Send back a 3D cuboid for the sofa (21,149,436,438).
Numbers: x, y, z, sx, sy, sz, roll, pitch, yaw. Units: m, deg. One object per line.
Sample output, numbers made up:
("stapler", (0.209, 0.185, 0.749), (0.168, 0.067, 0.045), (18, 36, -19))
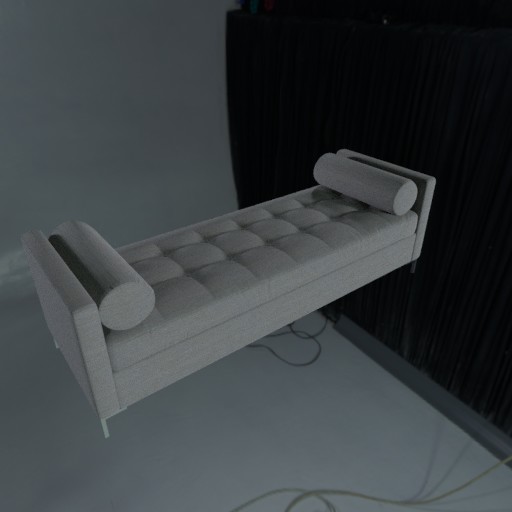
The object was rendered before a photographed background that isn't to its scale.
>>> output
("sofa", (0.000, 0.000, 2.294), (1.981, 0.635, 0.686), (-21, 37, -31))
